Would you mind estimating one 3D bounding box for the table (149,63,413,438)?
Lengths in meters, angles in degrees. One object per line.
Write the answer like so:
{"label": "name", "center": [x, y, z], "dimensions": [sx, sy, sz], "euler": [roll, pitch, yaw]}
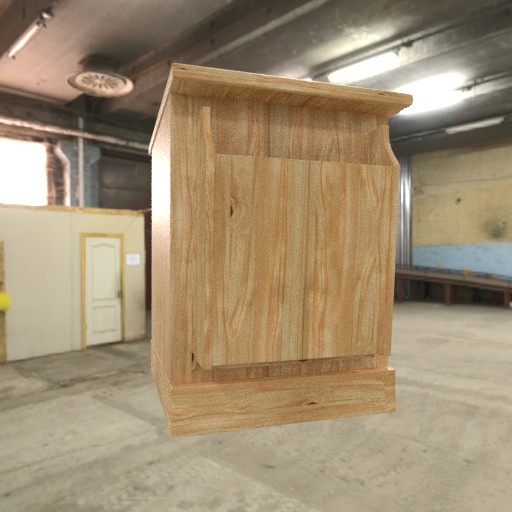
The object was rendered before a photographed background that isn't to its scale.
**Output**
{"label": "table", "center": [0.000, 0.000, 0.870], "dimensions": [0.380, 0.515, 0.530], "euler": [0, 0, -17]}
